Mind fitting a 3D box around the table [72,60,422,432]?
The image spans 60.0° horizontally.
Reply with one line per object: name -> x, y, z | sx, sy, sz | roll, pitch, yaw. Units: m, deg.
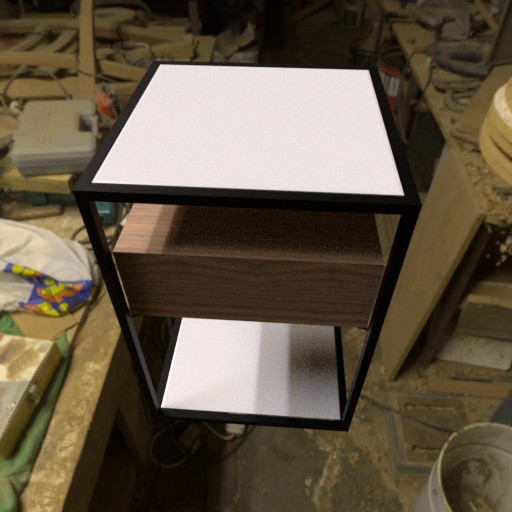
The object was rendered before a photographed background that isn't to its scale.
table -> 0.000, 0.000, 0.799 | 0.378, 0.540, 0.378 | 3, 44, 3
